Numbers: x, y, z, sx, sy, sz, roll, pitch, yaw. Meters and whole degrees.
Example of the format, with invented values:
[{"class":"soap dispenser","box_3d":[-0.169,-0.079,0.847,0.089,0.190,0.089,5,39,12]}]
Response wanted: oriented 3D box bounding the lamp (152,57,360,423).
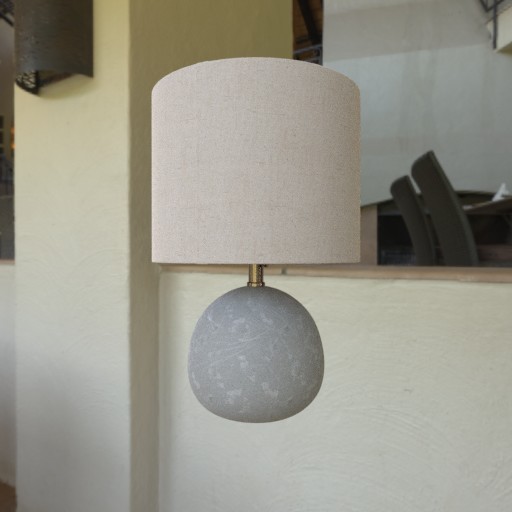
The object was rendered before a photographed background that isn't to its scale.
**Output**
[{"class":"lamp","box_3d":[0.000,0.000,0.588,0.269,0.409,0.269,0,0,36]}]
